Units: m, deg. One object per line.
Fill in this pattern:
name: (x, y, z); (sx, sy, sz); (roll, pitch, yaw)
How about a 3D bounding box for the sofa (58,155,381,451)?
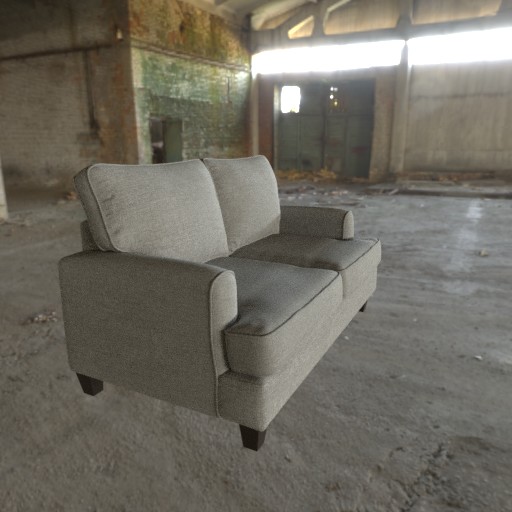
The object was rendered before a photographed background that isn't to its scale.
sofa: (0.000, 0.000, 2.252); (0.965, 0.965, 1.651); (7, 16, 26)
